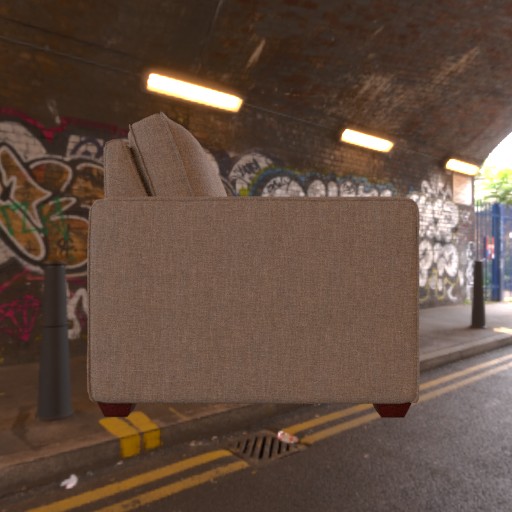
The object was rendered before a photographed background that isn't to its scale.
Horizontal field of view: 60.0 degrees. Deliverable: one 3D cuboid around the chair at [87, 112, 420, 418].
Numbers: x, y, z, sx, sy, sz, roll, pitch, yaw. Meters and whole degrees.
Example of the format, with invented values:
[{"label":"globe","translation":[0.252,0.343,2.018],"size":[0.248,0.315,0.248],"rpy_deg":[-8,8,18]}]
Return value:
[{"label":"chair","translation":[0.000,0.000,1.699],"size":[0.940,0.914,1.016],"rpy_deg":[0,0,0]}]
